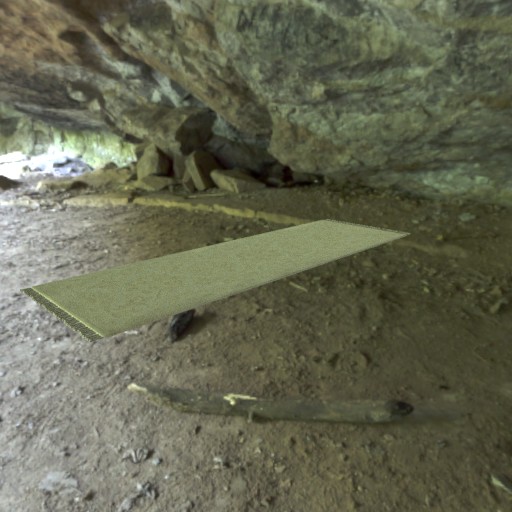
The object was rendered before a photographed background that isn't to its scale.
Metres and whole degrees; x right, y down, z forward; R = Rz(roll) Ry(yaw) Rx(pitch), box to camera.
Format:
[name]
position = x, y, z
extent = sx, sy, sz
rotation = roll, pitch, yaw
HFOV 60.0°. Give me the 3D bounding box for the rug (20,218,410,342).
[rug]
position = 0.000, 0.000, 2.804
extent = 2.544, 0.015, 0.795
rotation = -15, 22, -43
